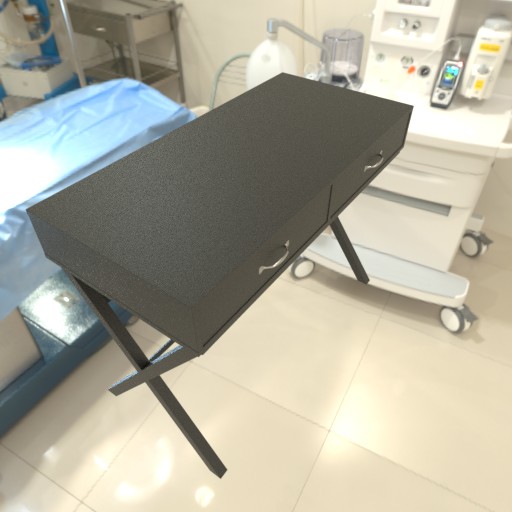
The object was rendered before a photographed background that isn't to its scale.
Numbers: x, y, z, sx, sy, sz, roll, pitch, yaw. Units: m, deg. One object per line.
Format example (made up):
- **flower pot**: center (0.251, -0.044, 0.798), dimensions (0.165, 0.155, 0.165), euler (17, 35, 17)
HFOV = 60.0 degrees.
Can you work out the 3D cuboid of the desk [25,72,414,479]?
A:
- **desk**: center (0.000, 0.000, 1.468), dimensions (0.525, 0.780, 1.057), euler (26, 48, 26)
